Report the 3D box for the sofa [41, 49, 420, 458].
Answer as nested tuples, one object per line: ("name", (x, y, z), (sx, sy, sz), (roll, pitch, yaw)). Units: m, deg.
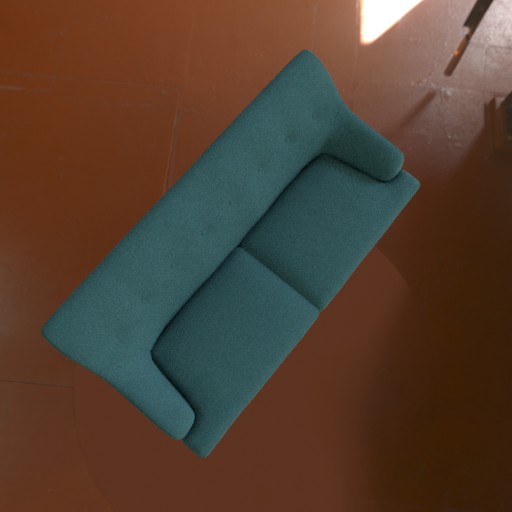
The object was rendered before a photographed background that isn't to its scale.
("sofa", (0.000, 0.000, 2.529), (0.978, 0.871, 2.057), (39, 79, 9))
